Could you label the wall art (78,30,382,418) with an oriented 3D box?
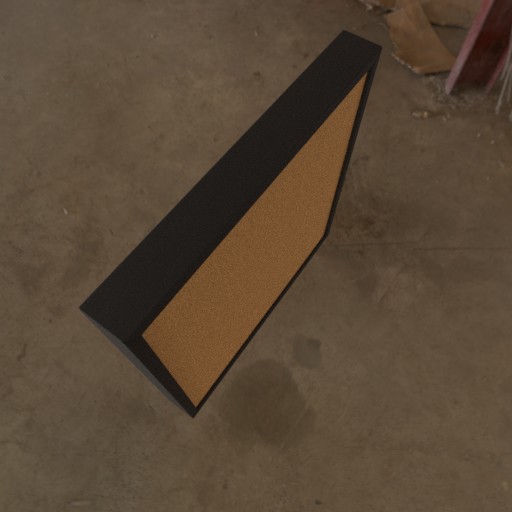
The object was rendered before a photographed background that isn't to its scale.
[{"bbox_3d":[0.000,0.000,0.444,0.037,0.305,0.305,32,67,16],"label":"wall art"}]
